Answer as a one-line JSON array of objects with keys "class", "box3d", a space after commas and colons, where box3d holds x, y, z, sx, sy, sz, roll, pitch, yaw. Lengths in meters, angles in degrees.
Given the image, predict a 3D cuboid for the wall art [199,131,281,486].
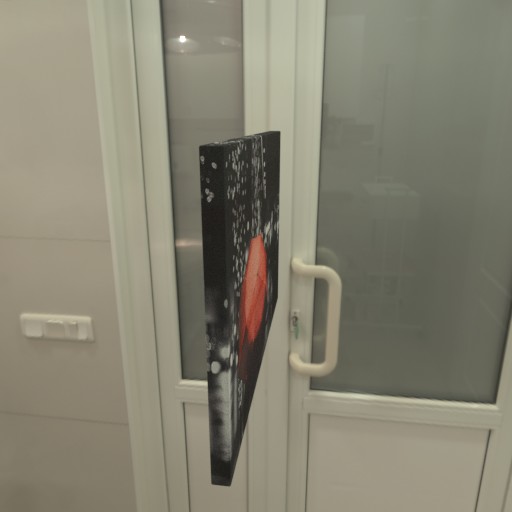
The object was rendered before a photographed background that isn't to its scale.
[{"class": "wall art", "box3d": [0.000, 0.000, 1.159, 0.038, 0.609, 0.914, 2, 17, 8]}]
